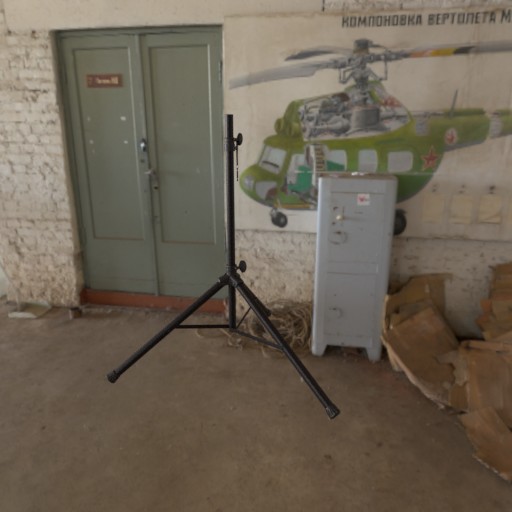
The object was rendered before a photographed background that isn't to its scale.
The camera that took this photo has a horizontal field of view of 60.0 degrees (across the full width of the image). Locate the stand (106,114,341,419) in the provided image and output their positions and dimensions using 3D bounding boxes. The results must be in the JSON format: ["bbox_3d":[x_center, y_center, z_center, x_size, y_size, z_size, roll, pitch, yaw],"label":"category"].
[{"bbox_3d":[0.000,0.000,1.857,1.045,1.136,0.907,-15,22,-41],"label":"stand"}]
